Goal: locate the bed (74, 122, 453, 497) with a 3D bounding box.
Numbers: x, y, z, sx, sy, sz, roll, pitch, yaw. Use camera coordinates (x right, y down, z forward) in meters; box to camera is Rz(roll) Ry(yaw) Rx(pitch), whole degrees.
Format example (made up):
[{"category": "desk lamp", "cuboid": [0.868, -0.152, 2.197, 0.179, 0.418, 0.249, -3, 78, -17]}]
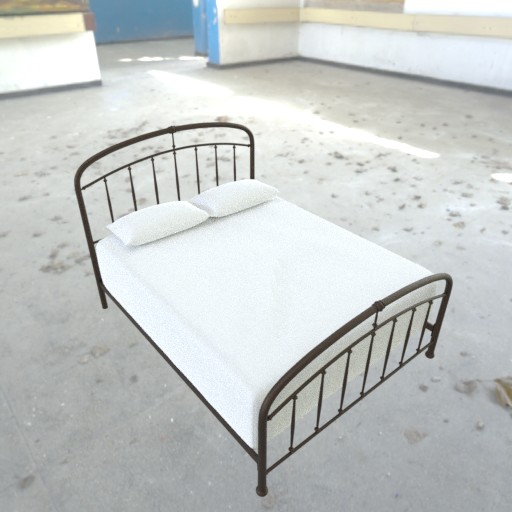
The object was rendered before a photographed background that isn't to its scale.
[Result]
[{"category": "bed", "cuboid": [0.000, 0.000, 3.215, 1.711, 1.425, 2.180, -23, 39, -33]}]
